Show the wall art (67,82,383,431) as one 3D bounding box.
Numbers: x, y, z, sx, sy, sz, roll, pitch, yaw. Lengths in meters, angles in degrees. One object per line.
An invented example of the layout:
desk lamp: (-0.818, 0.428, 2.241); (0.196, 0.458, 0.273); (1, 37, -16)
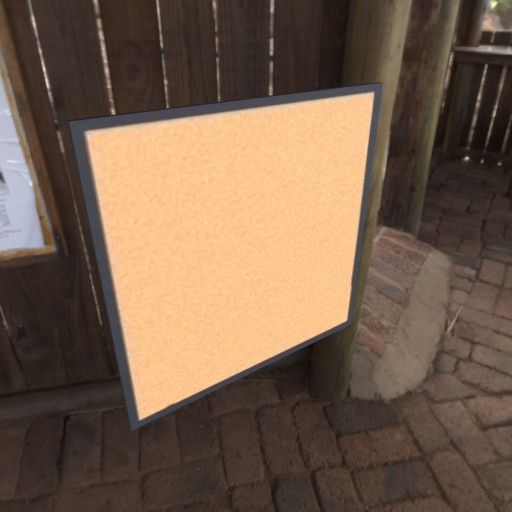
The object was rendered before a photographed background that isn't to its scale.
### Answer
wall art: (0.000, 0.000, 1.207); (0.823, 0.823, 0.013); (-18, 34, -29)
